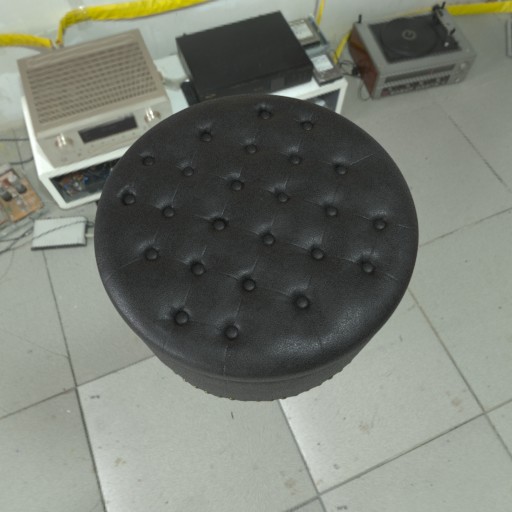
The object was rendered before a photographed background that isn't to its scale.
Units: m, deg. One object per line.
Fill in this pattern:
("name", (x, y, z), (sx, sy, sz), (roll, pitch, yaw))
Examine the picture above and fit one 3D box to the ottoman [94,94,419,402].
("ottoman", (0.000, 0.000, 1.044), (0.637, 0.442, 0.637), (0, 64, 0))
